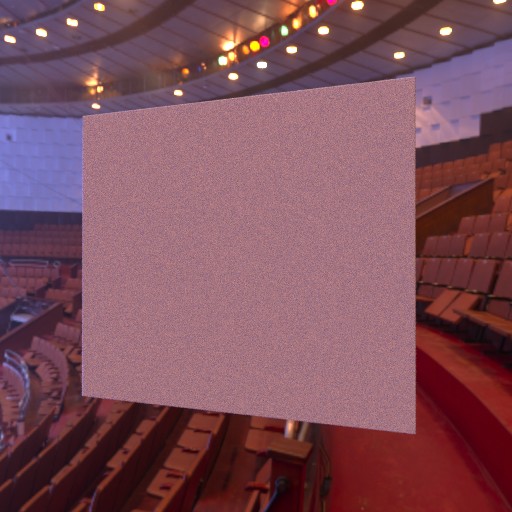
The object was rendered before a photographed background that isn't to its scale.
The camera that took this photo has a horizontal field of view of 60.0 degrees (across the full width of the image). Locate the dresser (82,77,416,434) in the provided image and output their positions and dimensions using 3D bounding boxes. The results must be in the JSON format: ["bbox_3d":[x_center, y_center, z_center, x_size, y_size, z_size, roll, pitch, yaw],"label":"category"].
[{"bbox_3d":[0.000,0.000,1.243,0.830,0.740,0.420,0,0,18],"label":"dresser"}]
